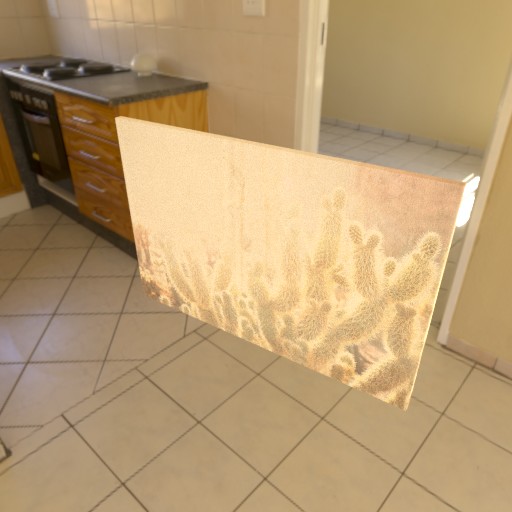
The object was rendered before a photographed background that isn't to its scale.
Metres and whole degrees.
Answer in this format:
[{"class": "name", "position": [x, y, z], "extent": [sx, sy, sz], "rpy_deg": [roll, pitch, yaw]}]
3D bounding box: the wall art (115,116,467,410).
[{"class": "wall art", "position": [0.000, 0.000, 1.970], "extent": [1.525, 1.012, 0.038], "rpy_deg": [18, 36, 27]}]
